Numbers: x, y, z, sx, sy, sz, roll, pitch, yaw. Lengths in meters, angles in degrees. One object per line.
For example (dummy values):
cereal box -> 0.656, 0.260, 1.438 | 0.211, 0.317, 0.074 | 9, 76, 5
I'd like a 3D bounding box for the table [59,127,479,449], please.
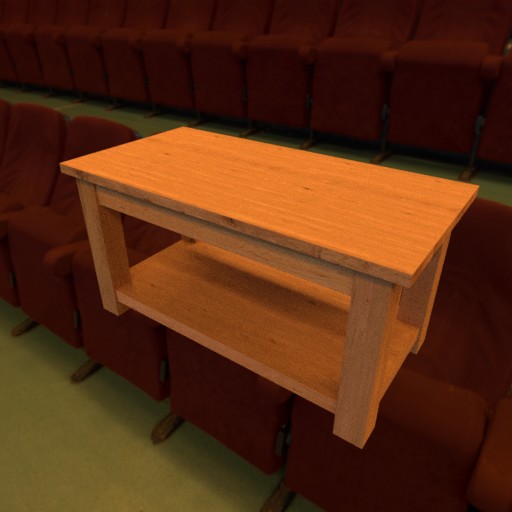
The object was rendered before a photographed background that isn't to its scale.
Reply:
table -> 0.000, 0.000, 1.166 | 0.899, 0.452, 0.450 | 20, 36, 30
